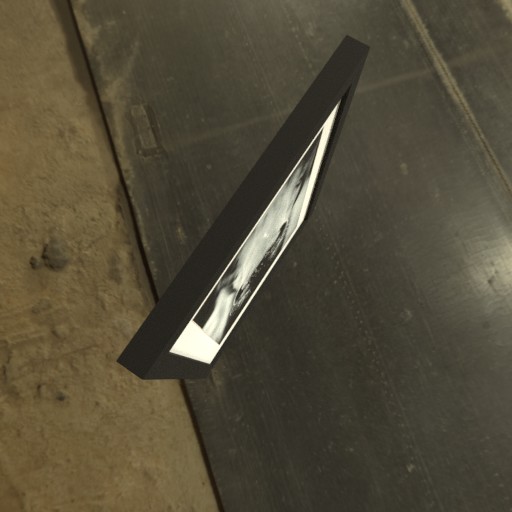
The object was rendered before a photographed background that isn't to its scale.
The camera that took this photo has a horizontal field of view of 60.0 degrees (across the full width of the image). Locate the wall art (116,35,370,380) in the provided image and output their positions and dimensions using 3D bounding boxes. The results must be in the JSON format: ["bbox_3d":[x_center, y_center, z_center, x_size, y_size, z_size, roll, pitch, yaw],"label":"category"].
[{"bbox_3d":[0.000,0.000,0.752,0.033,0.559,0.457,32,77,8],"label":"wall art"}]
